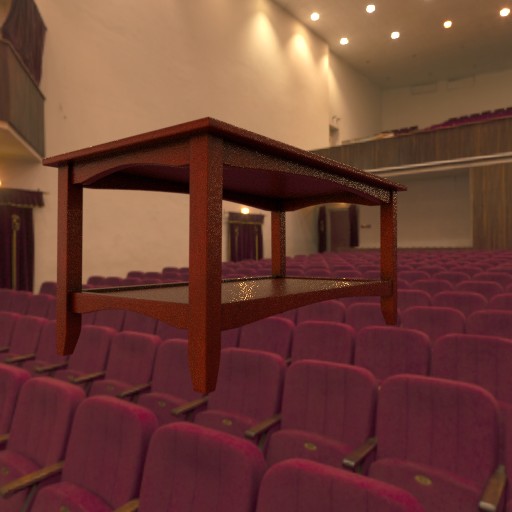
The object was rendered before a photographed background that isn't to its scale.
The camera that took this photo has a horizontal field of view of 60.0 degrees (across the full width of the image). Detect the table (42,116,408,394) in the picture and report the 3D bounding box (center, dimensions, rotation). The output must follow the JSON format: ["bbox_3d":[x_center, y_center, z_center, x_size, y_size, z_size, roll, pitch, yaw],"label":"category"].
[{"bbox_3d":[0.000,0.000,1.244,0.533,0.456,0.943,0,1,37],"label":"table"}]
